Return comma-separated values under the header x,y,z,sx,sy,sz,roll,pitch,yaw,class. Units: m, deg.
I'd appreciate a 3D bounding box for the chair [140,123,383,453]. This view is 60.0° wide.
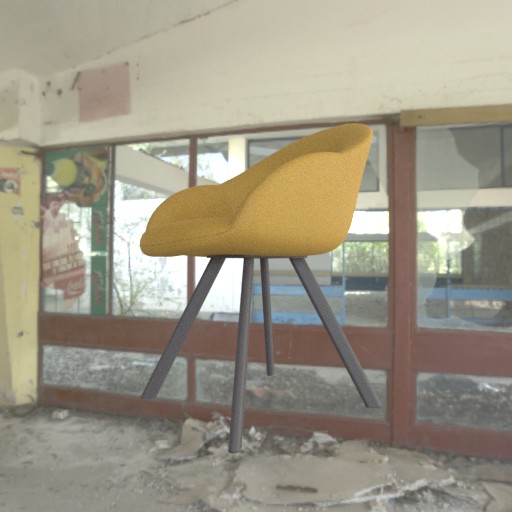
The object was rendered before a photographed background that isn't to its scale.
x,y,z,sx,sy,sz,roll,pitch,yaw,class
0.000,0.000,1.207,0.583,0.793,0.551,1,-1,-37,chair
